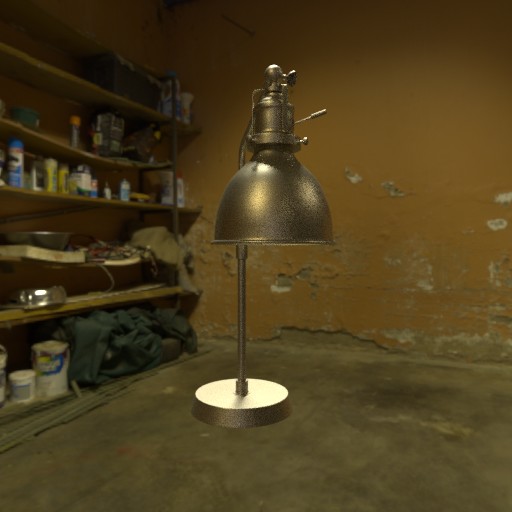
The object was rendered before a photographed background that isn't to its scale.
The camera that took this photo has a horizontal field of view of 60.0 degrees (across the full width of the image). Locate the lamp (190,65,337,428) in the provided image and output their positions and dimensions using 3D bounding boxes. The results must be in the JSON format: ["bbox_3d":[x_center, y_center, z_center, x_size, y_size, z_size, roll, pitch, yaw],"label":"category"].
[{"bbox_3d":[0.000,0.000,0.597,0.153,0.456,0.286,0,1,-18],"label":"lamp"}]
